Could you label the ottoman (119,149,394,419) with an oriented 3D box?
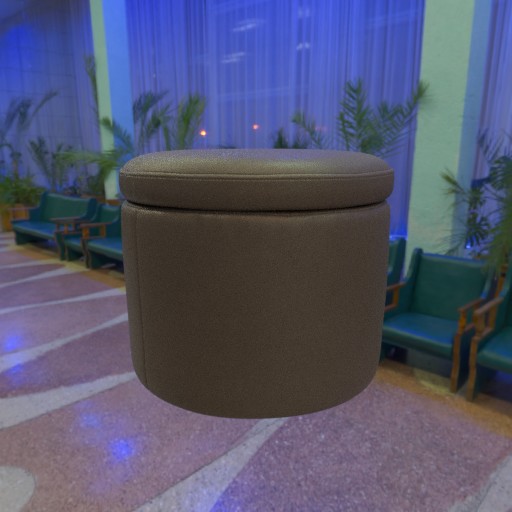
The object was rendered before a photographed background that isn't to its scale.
[{"bbox_3d":[0.000,0.000,0.871,0.500,0.409,0.500,0,14,0],"label":"ottoman"}]
